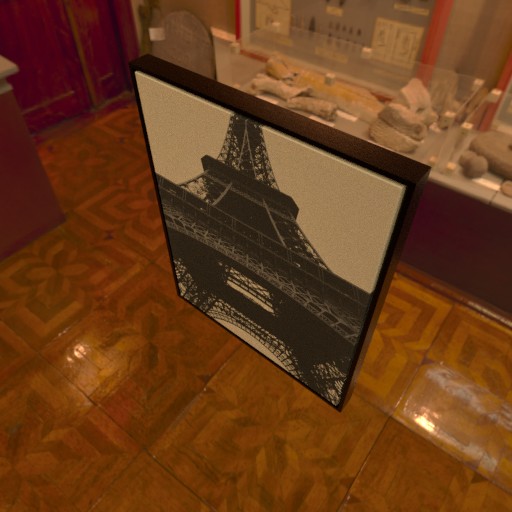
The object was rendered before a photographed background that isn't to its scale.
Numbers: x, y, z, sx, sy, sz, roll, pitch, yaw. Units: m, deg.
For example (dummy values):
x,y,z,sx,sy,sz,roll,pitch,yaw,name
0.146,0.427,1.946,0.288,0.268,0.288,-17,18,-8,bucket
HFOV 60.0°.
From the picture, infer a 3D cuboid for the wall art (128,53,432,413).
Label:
x,y,z,sx,sy,sz,roll,pitch,yaw,name
0.000,0.000,0.760,0.451,0.553,0.039,31,54,26,wall art
